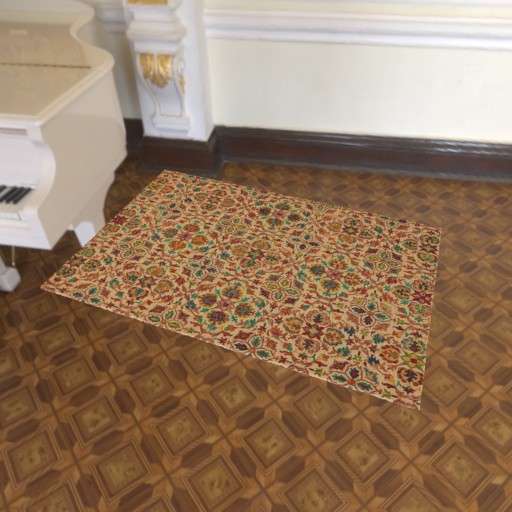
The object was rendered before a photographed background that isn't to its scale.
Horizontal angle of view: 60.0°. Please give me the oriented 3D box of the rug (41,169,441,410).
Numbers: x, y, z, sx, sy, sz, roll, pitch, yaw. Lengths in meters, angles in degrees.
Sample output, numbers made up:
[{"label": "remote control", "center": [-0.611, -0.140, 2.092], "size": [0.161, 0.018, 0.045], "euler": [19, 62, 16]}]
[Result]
[{"label": "rug", "center": [0.000, 0.000, 2.994], "size": [2.297, 0.018, 1.541], "euler": [14, 43, 16]}]
